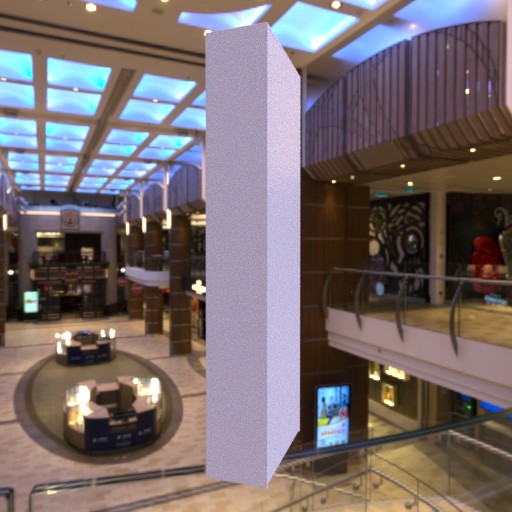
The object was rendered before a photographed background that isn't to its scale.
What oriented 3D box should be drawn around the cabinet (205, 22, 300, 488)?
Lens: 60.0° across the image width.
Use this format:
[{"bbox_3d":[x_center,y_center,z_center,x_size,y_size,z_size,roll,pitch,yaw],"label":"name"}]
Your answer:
[{"bbox_3d":[0.000,0.000,1.835,0.255,1.630,0.520,0,1,18],"label":"cabinet"}]
